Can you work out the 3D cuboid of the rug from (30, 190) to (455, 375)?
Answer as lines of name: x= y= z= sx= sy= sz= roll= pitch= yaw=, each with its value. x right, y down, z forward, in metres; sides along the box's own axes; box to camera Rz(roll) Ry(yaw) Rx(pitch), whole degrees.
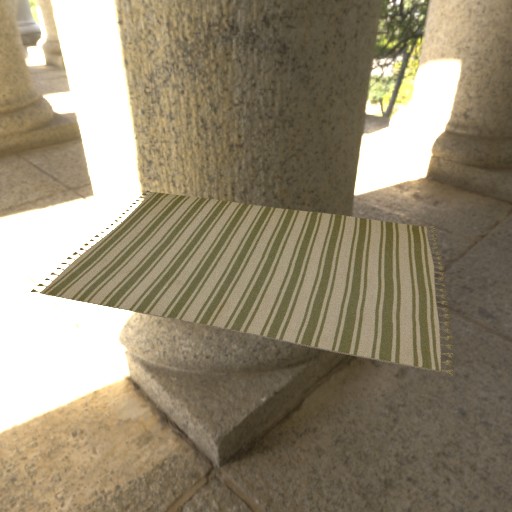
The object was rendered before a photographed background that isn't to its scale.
rug: x=0.000 y=0.000 z=2.313 sx=1.875 sy=0.013 sz=1.162 roll=9 pitch=34 yaw=13
